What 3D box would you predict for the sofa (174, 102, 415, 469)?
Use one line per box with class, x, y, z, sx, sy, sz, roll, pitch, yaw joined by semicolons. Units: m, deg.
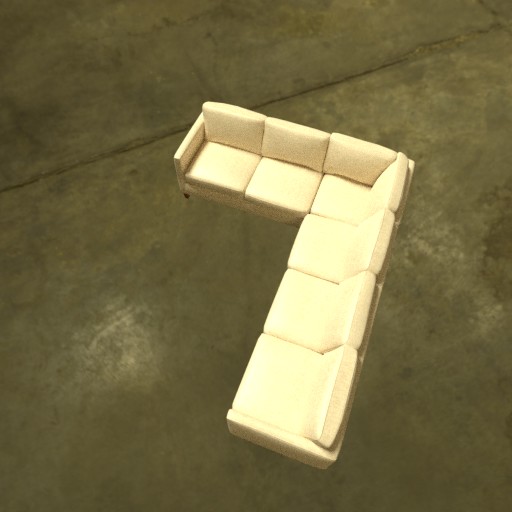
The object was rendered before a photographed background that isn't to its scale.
sofa;0.000;0.000;4.560;2.593;0.947;3.302;18;61;11
